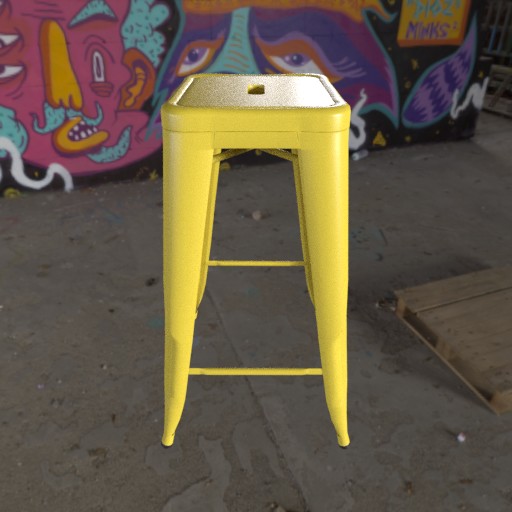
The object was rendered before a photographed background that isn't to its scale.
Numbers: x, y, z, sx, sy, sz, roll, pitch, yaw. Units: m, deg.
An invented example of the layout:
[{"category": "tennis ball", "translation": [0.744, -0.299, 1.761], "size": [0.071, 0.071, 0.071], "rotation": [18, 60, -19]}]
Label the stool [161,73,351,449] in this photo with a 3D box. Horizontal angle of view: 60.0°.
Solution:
[{"category": "stool", "translation": [0.000, 0.000, 0.844], "size": [0.359, 0.609, 0.399], "rotation": [0, 31, 0]}]
